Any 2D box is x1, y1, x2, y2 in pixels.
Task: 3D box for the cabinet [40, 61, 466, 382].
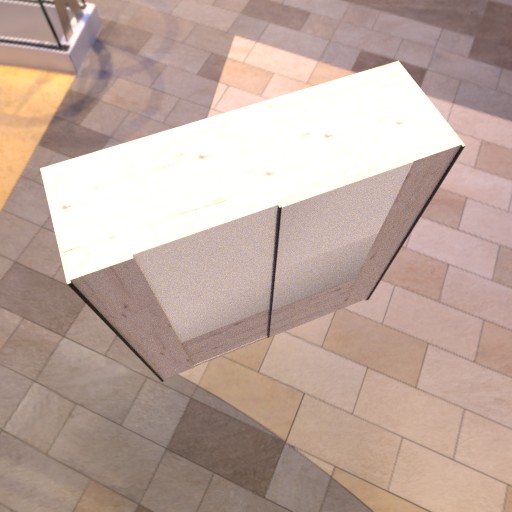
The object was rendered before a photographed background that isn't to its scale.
[{"bbox_3d":[0.000,0.000,3.163,2.000,2.180,0.660,-20,65,-10],"label":"cabinet"}]
